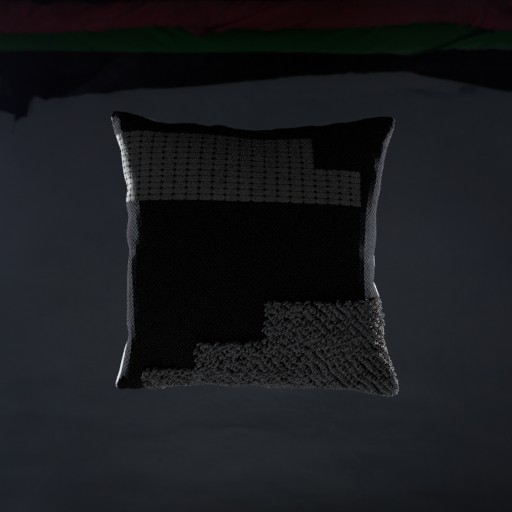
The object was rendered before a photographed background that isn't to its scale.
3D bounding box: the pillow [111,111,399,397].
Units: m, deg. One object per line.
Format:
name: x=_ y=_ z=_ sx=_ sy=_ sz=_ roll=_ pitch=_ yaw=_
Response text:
pillow: x=0.000 y=0.000 z=0.739 sx=0.475 sy=0.473 sz=0.178 roll=0 pitch=1 yaw=-1
